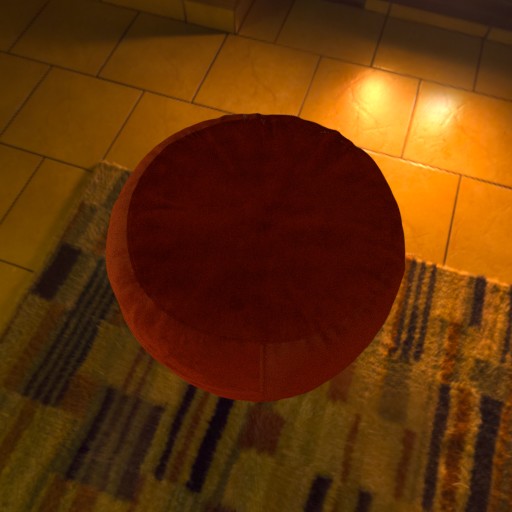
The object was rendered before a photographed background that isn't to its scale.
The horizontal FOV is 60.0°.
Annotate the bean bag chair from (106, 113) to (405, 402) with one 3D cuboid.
[{"bbox_3d":[0.000,0.000,1.983,1.219,0.762,1.219,0,65,0],"label":"bean bag chair"}]
